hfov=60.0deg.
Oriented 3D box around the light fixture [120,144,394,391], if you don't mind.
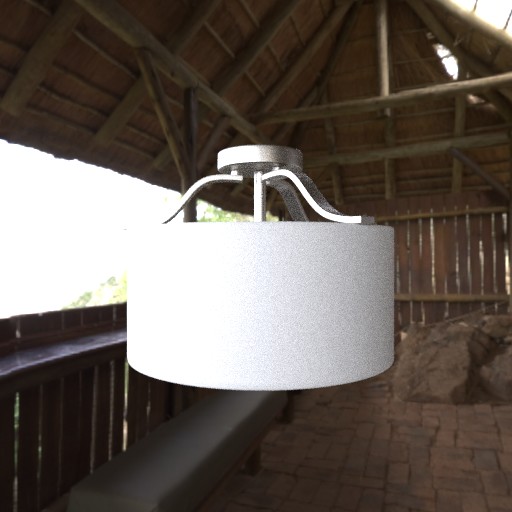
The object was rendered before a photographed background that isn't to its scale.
[{"bbox_3d":[0.000,0.000,0.663,0.395,0.304,0.395,0,0,0],"label":"light fixture"}]
